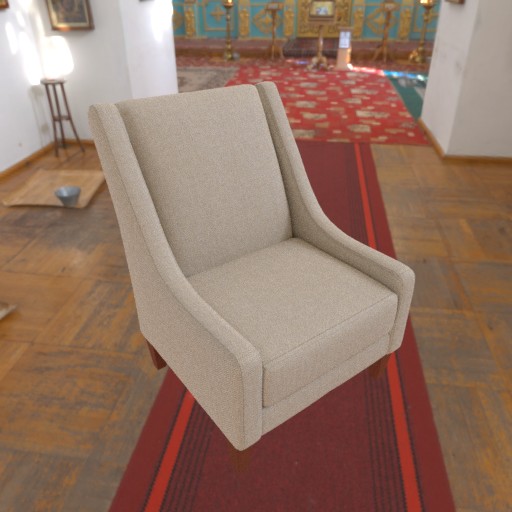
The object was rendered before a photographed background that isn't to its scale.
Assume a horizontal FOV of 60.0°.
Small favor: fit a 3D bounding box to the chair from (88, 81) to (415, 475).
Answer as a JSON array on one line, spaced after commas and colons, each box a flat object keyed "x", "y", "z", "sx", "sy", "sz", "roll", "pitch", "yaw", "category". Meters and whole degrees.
[{"x": 0.000, "y": 0.000, "z": 1.589, "sx": 0.774, "sy": 1.014, "sz": 0.870, "roll": -21, "pitch": 37, "yaw": -31, "category": "chair"}]
